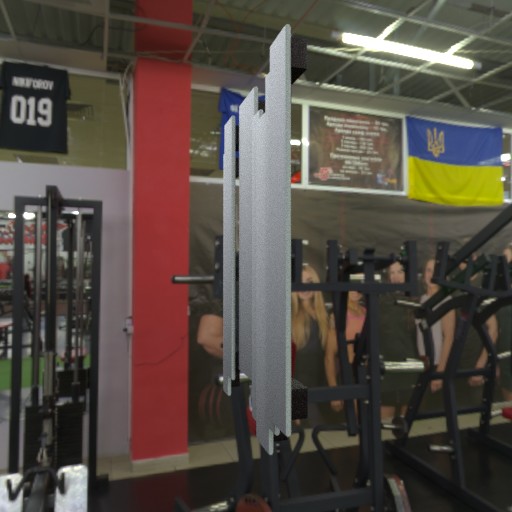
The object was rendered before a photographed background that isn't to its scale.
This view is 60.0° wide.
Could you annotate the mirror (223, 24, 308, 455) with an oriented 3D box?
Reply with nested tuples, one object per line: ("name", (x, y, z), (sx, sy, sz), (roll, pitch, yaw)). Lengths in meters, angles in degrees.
("mirror", (0.000, 0.000, 0.790), (0.058, 0.611, 0.445), (0, -1, -17))
